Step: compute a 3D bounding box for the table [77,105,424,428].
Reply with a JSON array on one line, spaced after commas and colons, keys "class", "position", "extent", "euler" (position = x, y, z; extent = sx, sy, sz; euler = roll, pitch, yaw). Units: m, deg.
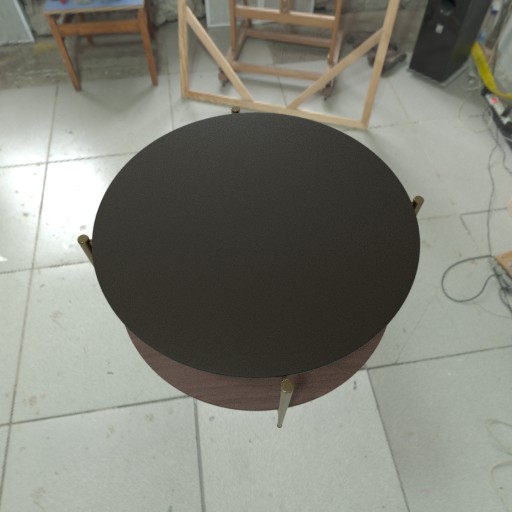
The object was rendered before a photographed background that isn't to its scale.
[{"class": "table", "position": [0.000, 0.000, 1.457], "extent": [0.938, 0.400, 0.938], "euler": [-34, 63, -20]}]
